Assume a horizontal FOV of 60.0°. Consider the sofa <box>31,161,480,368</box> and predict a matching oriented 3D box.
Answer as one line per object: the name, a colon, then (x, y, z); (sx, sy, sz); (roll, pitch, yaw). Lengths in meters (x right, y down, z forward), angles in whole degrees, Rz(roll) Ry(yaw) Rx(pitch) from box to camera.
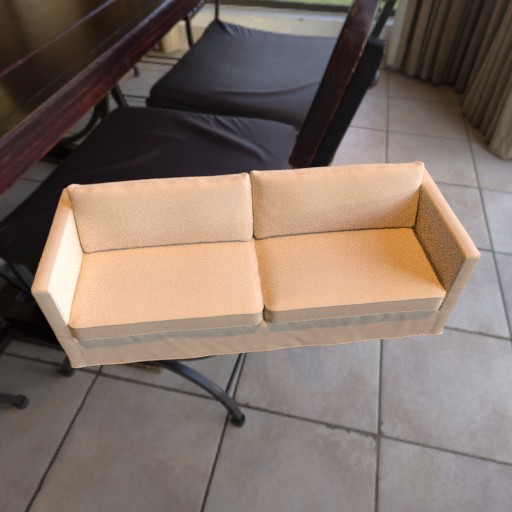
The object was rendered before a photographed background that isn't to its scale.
sofa: (0.000, 0.000, 3.245); (2.779, 0.999, 1.036); (-4, 46, -4)
